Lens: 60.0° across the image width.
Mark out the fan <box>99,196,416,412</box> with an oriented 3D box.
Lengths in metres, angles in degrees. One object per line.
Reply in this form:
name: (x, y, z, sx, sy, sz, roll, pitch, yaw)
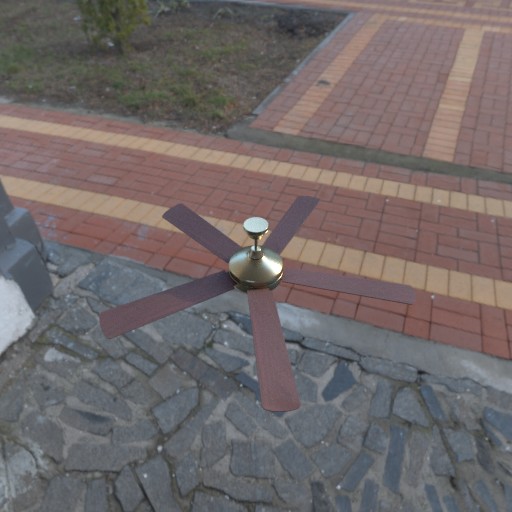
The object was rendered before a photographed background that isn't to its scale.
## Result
fan: (0.000, 0.000, 1.977, 1.321, 0.356, 1.321, 27, 48, 27)
